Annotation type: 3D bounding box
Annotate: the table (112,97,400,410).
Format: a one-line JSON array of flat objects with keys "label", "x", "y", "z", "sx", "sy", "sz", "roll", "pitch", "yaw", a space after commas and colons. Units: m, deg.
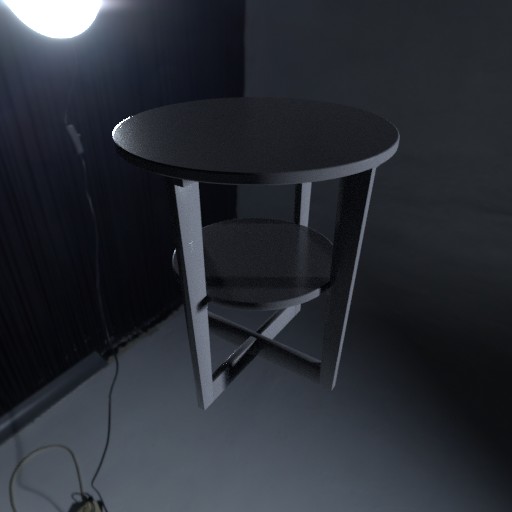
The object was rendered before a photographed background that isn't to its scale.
[{"label": "table", "x": 0.000, "y": 0.000, "z": 0.940, "sx": 0.500, "sy": 0.550, "sz": 0.500, "roll": 0, "pitch": 31, "yaw": 0}]
